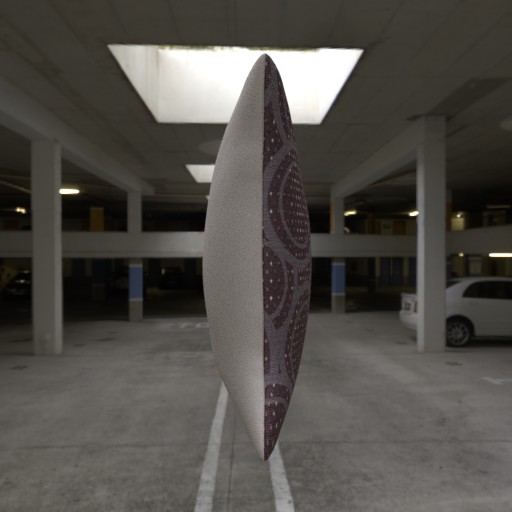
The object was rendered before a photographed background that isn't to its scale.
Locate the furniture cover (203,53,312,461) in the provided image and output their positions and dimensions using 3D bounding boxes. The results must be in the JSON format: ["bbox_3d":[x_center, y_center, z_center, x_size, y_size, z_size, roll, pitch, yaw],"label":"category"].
[{"bbox_3d":[0.000,0.000,0.818,0.193,0.509,0.552,0,0,-2],"label":"furniture cover"}]
